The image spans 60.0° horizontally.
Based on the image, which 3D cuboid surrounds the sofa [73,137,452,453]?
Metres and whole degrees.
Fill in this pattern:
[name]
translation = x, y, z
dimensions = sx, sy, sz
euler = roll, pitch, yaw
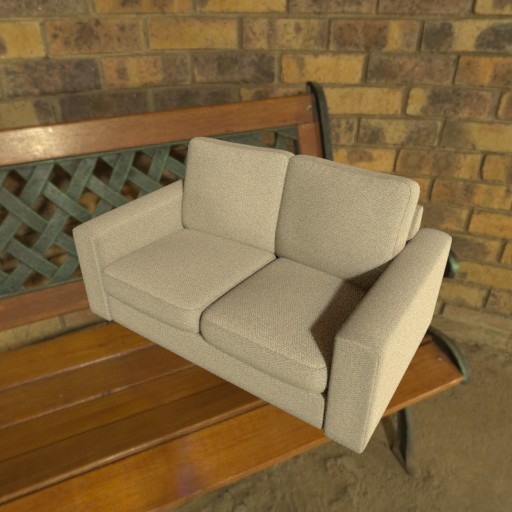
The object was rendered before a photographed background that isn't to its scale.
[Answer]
[sofa]
translation = 0.000, 0.000, 2.224
dimensions = 1.616, 0.873, 1.016
euler = 19, 36, 29
